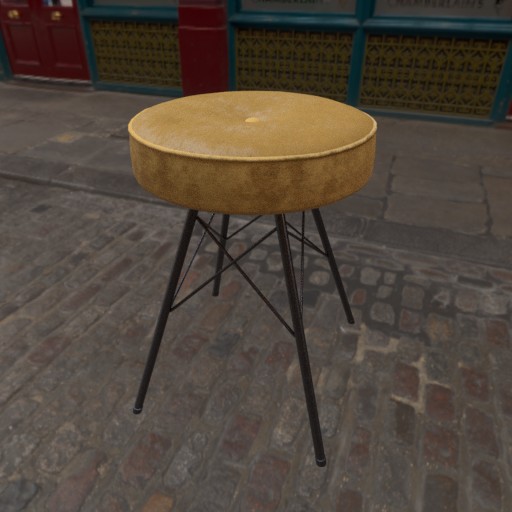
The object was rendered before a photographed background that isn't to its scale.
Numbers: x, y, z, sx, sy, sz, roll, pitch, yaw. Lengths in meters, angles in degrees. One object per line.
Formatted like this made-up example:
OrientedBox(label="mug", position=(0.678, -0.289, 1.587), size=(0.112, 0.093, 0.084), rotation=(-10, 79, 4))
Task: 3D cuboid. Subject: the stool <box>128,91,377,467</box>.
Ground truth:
OrientedBox(label="stool", position=(0.000, 0.000, 0.921), size=(0.438, 0.595, 0.472), rotation=(11, 33, 17))
